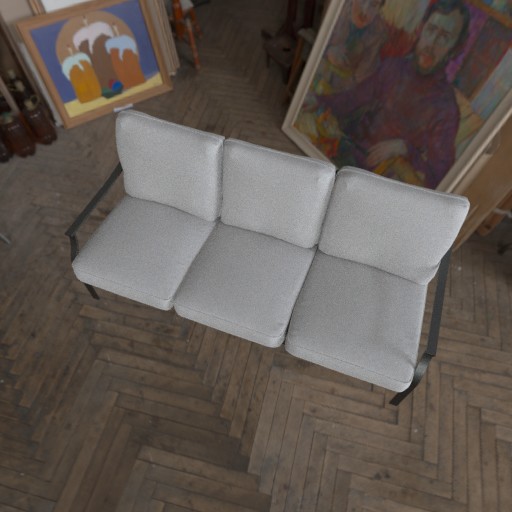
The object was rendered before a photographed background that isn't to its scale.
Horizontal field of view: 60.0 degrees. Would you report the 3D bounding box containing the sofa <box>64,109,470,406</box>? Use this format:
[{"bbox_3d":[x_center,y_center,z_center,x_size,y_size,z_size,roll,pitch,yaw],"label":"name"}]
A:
[{"bbox_3d":[0.000,0.000,2.183,1.740,0.860,0.787,17,59,11],"label":"sofa"}]
